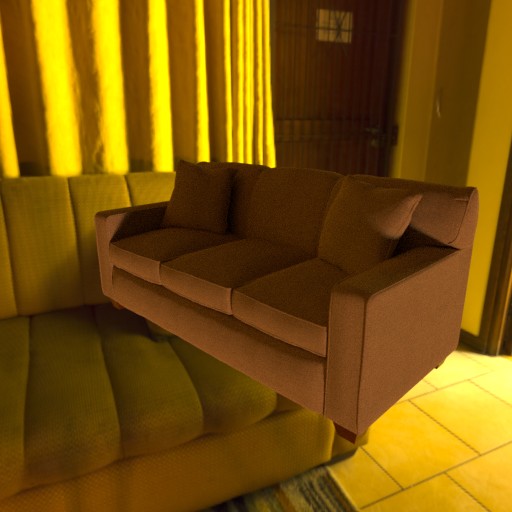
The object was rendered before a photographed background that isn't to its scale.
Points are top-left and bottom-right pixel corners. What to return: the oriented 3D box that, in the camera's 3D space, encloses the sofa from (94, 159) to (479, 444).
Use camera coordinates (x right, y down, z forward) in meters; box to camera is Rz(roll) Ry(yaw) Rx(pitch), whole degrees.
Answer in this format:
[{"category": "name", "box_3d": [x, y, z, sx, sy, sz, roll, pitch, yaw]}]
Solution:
[{"category": "sofa", "box_3d": [0.000, 0.000, 2.519, 2.024, 0.958, 0.997, 16, 24, 42]}]
